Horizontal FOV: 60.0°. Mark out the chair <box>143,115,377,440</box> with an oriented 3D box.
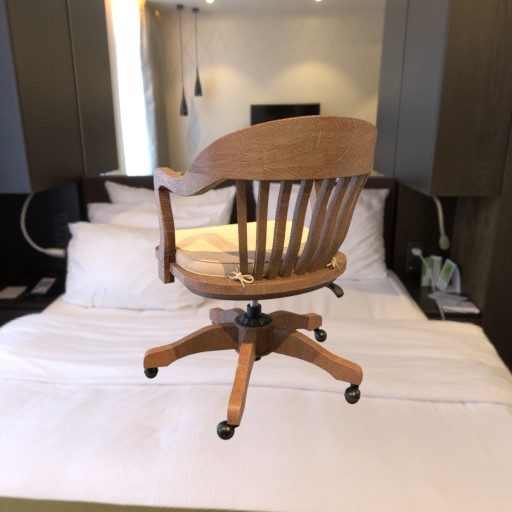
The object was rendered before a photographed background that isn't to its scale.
[{"bbox_3d":[0.000,0.000,1.482,0.750,0.878,0.788,-8,18,-27],"label":"chair"}]
